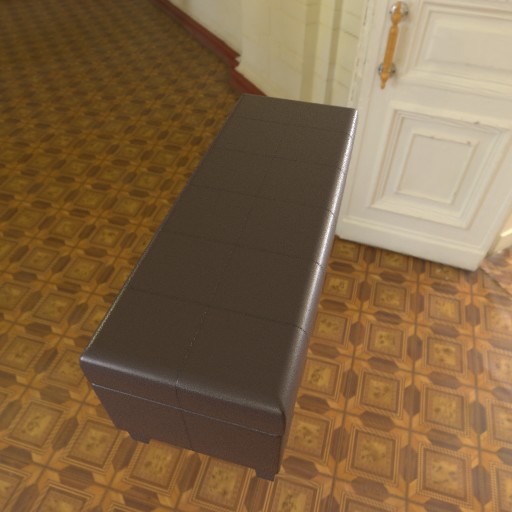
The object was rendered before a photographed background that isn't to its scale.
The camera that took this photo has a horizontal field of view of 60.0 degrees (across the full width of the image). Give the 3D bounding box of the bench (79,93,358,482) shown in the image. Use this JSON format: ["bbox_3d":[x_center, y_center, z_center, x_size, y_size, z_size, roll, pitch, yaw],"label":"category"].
[{"bbox_3d":[0.000,0.000,1.320,0.429,0.457,1.092,12,48,11],"label":"bench"}]
